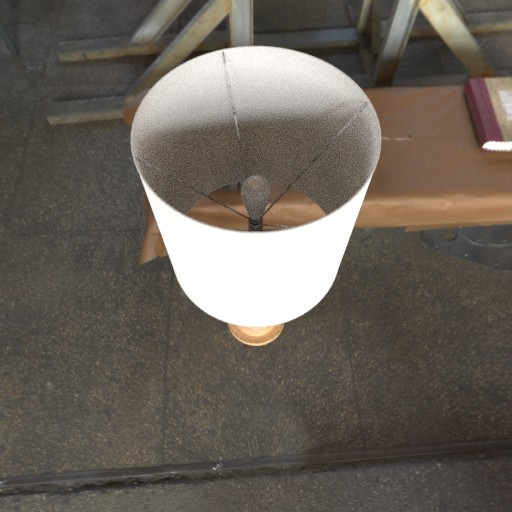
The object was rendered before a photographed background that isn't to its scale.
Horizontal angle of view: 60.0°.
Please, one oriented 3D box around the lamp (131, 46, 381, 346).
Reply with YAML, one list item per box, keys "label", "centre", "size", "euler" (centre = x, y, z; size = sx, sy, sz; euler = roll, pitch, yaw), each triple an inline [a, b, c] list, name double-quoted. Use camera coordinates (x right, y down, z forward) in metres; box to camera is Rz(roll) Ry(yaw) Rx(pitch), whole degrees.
- label: "lamp"
  centre: [0.000, 0.000, 0.572]
  size: [0.208, 0.455, 0.208]
  euler: [-34, 67, -17]
